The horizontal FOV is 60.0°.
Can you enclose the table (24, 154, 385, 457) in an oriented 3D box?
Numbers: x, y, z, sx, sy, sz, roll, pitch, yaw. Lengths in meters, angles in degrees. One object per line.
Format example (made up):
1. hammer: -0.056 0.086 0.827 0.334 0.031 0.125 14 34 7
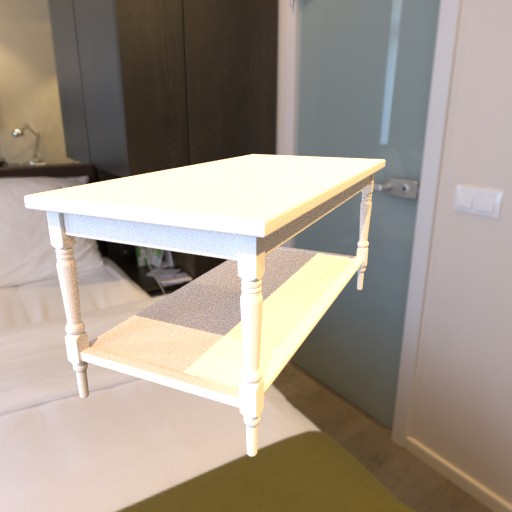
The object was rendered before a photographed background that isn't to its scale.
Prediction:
1. table: 0.000 0.000 1.365 0.550 0.510 1.107 8 19 24
